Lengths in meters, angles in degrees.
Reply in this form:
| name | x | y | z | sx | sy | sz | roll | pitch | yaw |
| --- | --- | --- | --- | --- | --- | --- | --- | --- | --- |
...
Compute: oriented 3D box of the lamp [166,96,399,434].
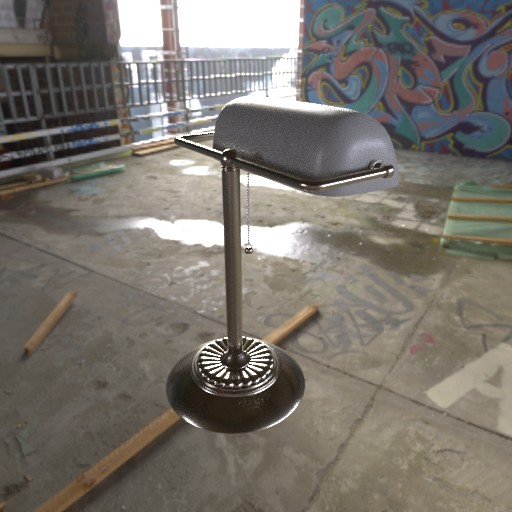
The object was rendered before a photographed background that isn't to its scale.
| name | x | y | z | sx | sy | sz | roll | pitch | yaw |
| --- | --- | --- | --- | --- | --- | --- | --- | --- | --- |
| lamp | 0.000 | 0.000 | 0.521 | 0.243 | 0.339 | 0.264 | -17 | 30 | -32 |
